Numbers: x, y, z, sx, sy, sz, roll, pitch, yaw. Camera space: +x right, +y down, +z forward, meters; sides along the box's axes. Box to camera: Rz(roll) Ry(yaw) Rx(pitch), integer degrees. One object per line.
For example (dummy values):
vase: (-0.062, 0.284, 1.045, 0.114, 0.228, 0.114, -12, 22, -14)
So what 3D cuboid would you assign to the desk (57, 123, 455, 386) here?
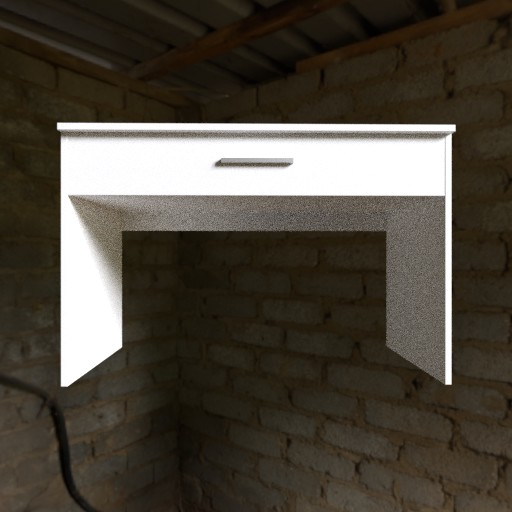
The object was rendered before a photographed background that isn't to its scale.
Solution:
desk: (0.000, 0.000, 1.503, 1.100, 0.730, 0.560, 0, 0, -1)
